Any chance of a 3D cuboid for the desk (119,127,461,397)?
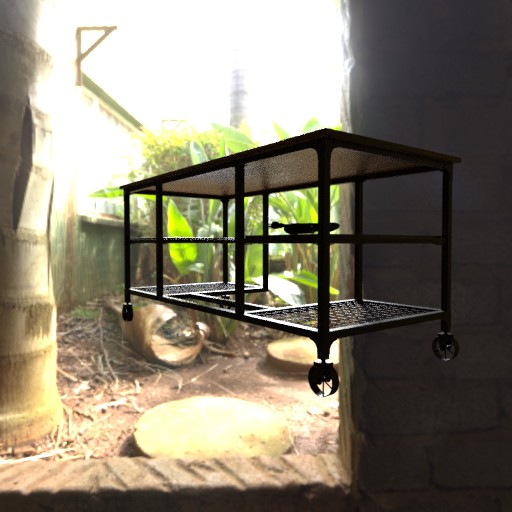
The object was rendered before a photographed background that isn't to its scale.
[{"bbox_3d":[0.000,0.000,2.048,0.711,0.751,1.590,-1,2,-37],"label":"desk"}]
